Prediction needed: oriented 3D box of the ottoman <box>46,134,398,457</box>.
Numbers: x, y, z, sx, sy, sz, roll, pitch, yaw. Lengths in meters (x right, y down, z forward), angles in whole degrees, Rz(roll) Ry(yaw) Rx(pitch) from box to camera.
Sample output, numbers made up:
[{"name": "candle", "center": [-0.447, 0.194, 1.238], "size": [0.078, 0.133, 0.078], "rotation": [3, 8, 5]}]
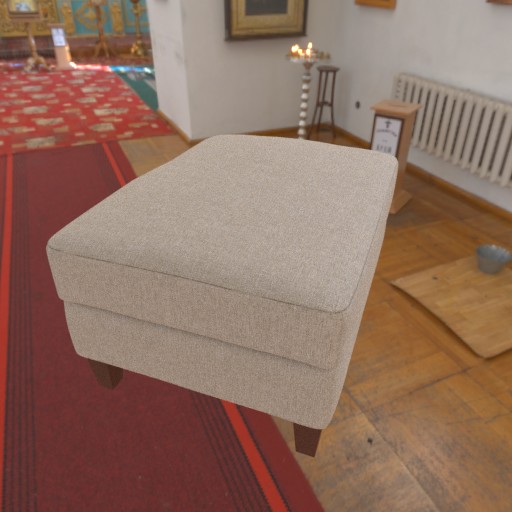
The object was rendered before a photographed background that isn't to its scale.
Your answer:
[{"name": "ottoman", "center": [0.000, 0.000, 1.291], "size": [0.677, 0.519, 0.898], "rotation": [11, 33, 18]}]
